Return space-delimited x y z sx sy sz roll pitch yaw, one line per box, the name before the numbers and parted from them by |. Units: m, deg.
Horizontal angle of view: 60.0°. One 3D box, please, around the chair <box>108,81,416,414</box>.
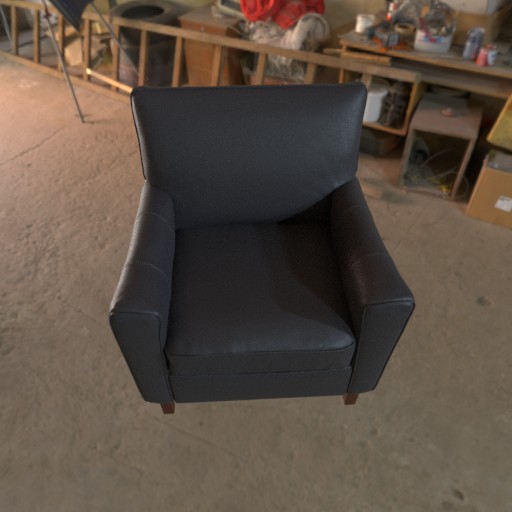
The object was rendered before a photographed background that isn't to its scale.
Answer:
chair | 0.000 0.000 1.601 0.870 0.943 0.825 -2 45 -2
